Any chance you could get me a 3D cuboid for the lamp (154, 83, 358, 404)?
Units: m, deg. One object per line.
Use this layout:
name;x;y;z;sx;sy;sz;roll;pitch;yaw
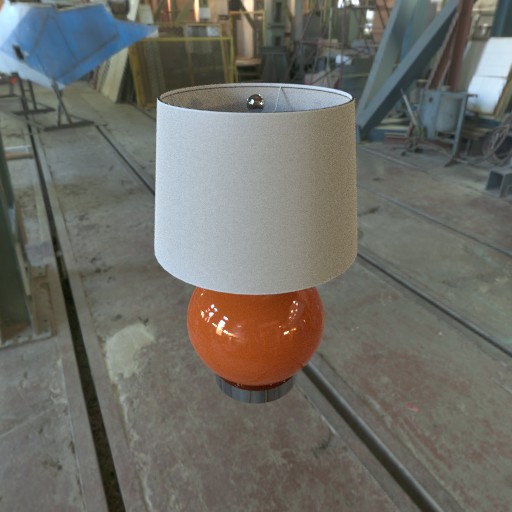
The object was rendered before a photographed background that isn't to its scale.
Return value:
lamp;0.000;0.000;0.559;0.247;0.387;0.247;0;28;0
